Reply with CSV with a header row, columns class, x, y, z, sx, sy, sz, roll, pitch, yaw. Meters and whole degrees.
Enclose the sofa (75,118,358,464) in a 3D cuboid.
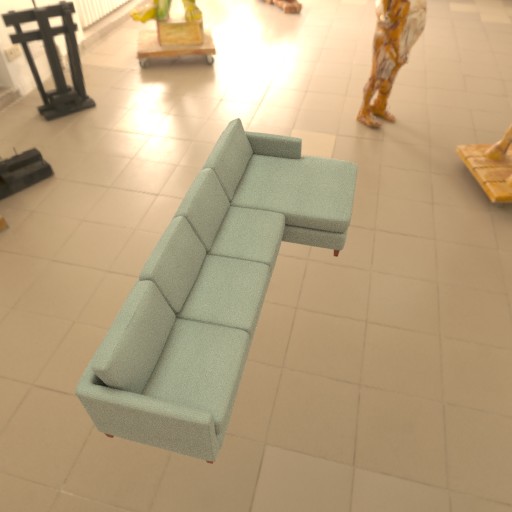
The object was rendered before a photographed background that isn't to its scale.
class,x,y,z,sx,sy,sz,roll,pitch,yaw
sofa,0.000,0.000,4.054,1.604,0.950,3.471,10,46,10
